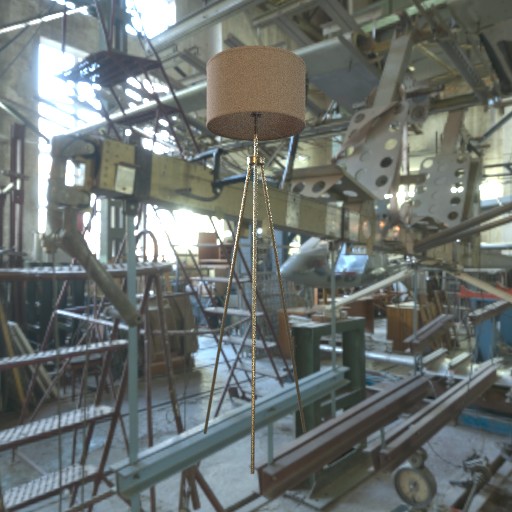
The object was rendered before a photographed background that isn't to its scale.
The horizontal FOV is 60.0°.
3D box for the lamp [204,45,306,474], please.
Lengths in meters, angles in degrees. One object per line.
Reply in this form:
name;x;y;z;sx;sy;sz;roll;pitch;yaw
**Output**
lamp;0.000;0.000;1.798;0.449;1.545;0.460;0;0;-2
